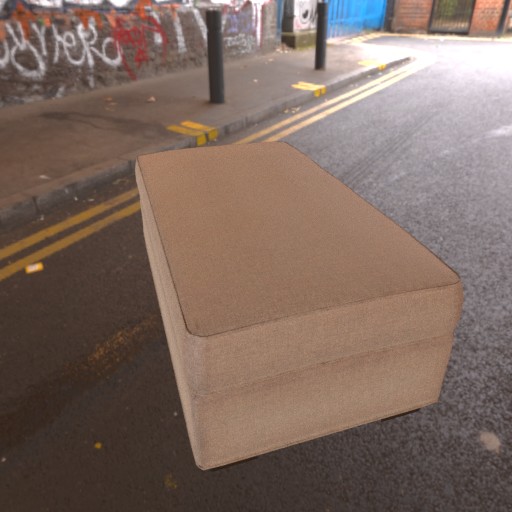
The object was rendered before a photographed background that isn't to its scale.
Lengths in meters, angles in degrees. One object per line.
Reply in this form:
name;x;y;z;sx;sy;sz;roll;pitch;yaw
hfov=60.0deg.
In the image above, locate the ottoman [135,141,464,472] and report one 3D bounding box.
ottoman;0.000;0.000;1.380;0.617;0.448;1.097;-9;32;-15
